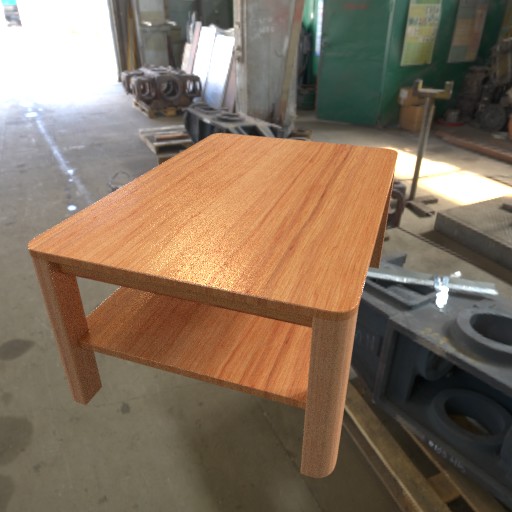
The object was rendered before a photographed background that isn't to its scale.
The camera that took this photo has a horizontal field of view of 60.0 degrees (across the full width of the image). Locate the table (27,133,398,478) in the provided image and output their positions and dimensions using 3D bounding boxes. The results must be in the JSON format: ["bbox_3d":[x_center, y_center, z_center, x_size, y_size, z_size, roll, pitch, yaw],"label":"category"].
[{"bbox_3d":[0.000,0.000,1.338,0.696,0.445,0.997,10,31,17],"label":"table"}]
